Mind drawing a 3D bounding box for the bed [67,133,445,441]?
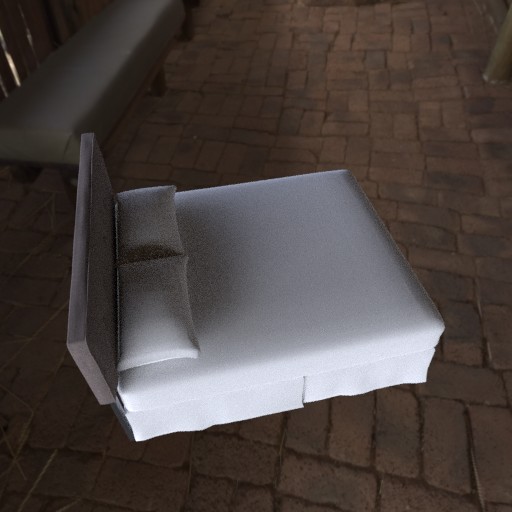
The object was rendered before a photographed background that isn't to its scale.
[{"bbox_3d":[0.000,0.000,2.786,1.894,1.089,1.610,-10,48,-9],"label":"bed"}]
